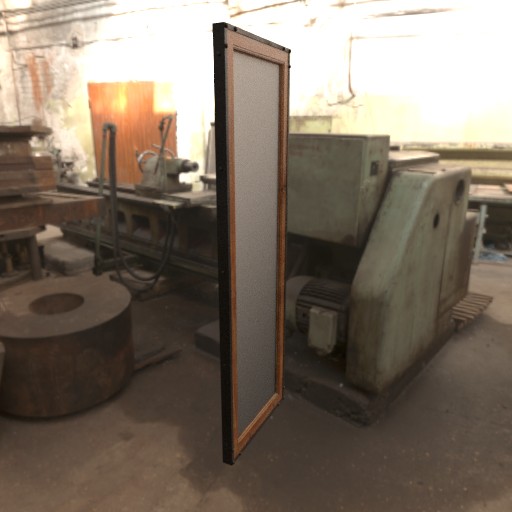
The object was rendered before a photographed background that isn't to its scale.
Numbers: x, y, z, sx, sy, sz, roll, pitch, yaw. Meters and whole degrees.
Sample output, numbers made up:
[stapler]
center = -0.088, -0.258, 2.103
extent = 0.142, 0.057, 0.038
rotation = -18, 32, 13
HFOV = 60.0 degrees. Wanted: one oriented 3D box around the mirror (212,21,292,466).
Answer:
[mirror]
center = 0.000, 0.000, 1.196
extent = 0.042, 1.080, 0.354
rotation = 8, 17, 26
